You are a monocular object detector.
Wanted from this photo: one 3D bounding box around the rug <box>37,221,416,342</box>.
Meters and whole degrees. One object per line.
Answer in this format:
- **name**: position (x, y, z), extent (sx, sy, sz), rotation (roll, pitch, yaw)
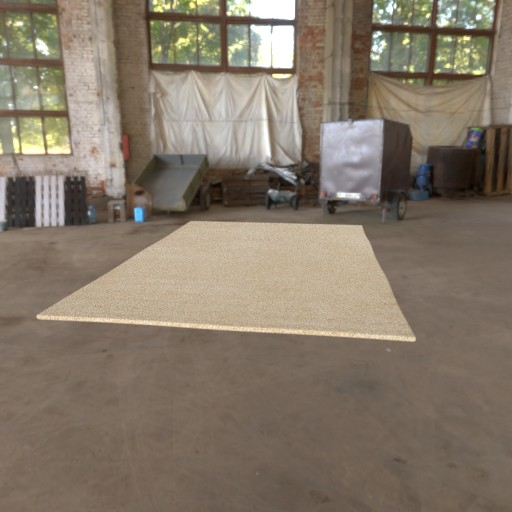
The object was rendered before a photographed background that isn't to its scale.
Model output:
- **rug**: position (0.000, 0.000, 3.356), extent (1.800, 0.025, 2.699), rotation (2, 15, 8)
